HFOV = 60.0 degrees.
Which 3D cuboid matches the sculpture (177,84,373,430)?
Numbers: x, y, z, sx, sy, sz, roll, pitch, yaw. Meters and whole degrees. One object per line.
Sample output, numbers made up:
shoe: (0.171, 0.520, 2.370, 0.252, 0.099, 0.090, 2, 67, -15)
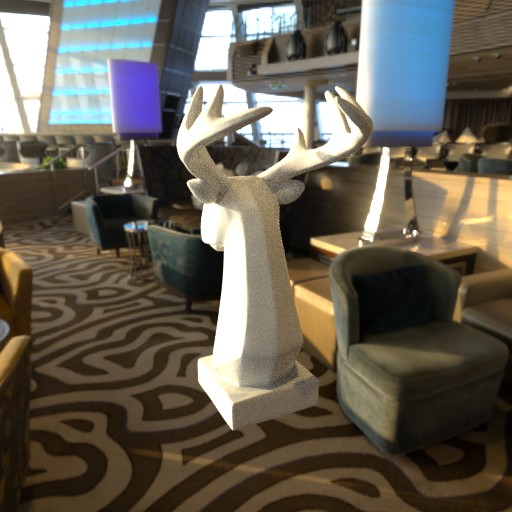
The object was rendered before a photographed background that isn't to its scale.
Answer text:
sculpture: (0.000, 0.000, 0.461, 0.174, 0.329, 0.224, -7, 17, -25)
